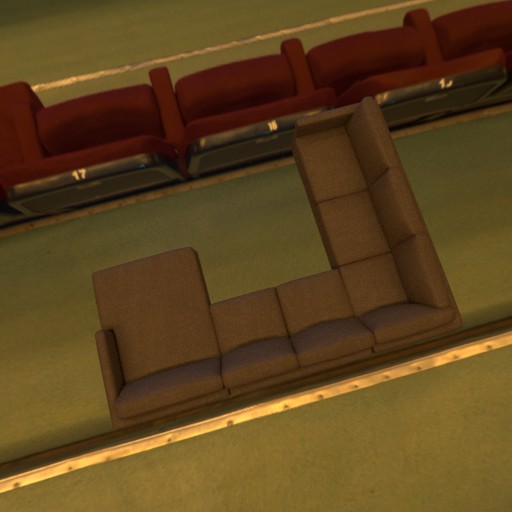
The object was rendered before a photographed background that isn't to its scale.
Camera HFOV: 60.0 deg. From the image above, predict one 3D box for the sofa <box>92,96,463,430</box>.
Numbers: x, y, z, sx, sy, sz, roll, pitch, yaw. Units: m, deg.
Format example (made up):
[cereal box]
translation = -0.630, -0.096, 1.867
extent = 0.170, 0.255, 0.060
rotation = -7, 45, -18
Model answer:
[sofa]
translation = 0.000, 0.000, 4.658
extent = 3.460, 0.961, 2.594
rotation = -15, 77, -4
